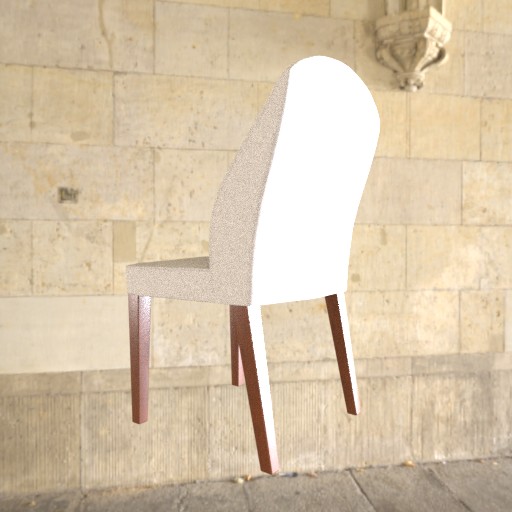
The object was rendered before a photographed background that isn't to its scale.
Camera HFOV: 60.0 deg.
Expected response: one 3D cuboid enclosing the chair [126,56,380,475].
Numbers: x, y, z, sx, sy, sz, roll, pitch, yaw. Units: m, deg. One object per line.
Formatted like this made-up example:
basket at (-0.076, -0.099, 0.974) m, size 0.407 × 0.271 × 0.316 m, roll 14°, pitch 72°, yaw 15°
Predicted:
chair at (0.000, 0.000, 1.198) m, size 0.540 × 0.893 × 0.472 m, roll 0°, pitch 1°, yaw 37°
